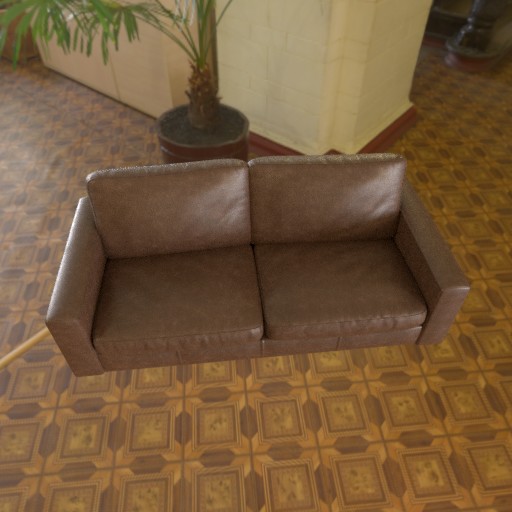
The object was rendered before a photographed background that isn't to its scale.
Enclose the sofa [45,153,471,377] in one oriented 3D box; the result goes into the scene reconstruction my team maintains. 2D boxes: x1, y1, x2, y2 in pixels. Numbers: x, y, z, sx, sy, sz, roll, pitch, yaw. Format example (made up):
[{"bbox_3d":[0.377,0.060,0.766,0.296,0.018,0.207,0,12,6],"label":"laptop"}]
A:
[{"bbox_3d":[0.000,0.000,2.641,2.179,0.873,1.016,-4,46,-4],"label":"sofa"}]
